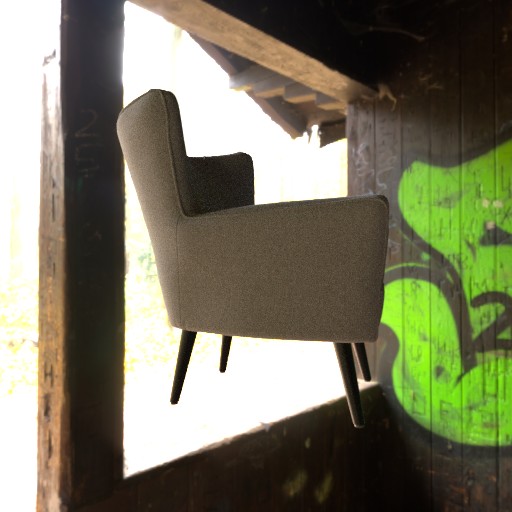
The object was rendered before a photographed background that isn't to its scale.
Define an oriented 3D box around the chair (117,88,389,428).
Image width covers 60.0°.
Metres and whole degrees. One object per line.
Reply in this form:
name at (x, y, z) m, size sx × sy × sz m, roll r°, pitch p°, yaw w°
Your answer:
chair at (0.000, 0.000, 1.541) m, size 0.888 × 0.933 × 0.781 m, roll 0°, pitch -1°, yaw 17°
